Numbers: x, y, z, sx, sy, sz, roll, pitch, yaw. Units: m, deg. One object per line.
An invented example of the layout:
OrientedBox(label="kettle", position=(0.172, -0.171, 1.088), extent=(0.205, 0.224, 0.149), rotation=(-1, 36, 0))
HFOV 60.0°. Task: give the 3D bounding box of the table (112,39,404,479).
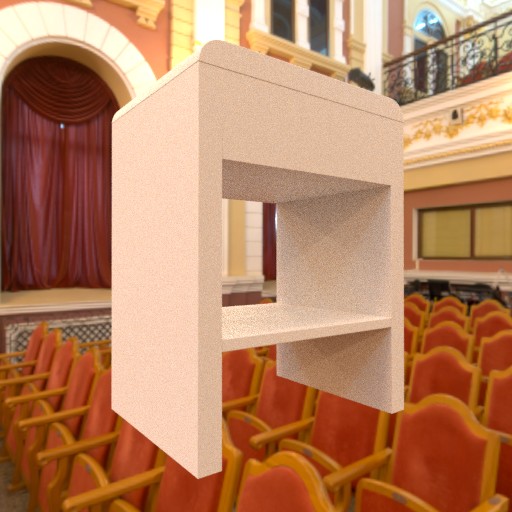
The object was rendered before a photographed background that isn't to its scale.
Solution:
OrientedBox(label="table", position=(0.000, 0.000, 0.858), extent=(0.450, 0.590, 0.350), rotation=(0, 0, -37))
